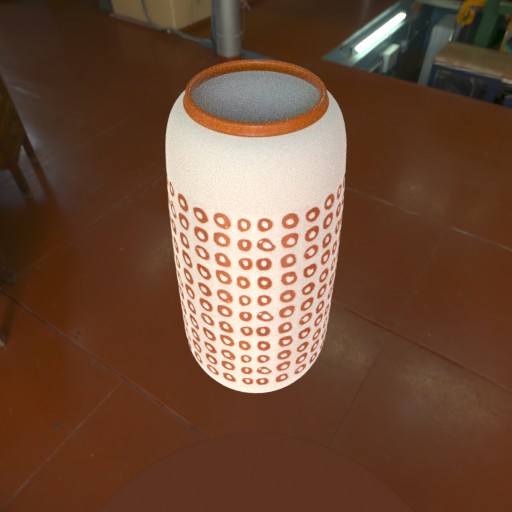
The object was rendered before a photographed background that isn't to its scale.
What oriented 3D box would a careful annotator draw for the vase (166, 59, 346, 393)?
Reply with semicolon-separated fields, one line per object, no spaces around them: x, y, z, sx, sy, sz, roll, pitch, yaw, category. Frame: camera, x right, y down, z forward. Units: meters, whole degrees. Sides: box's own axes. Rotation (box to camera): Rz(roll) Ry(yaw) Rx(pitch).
0.000;0.000;0.358;0.133;0.282;0.133;0;47;0;vase
